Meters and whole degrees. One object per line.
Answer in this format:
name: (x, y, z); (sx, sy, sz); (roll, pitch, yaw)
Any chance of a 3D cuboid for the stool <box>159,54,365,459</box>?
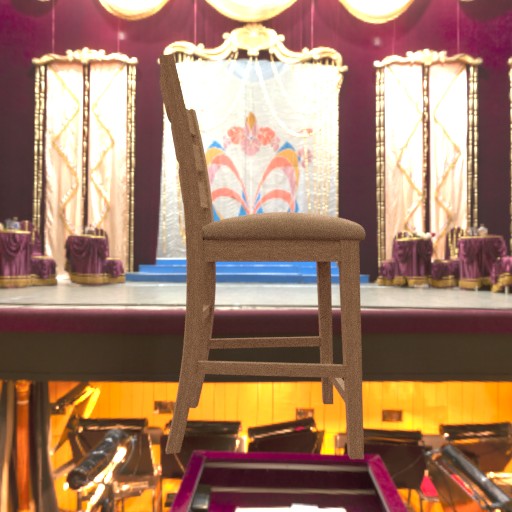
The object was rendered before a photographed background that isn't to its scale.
stool: (0.000, 0.000, 1.353); (0.569, 1.032, 0.484); (0, -1, 0)
